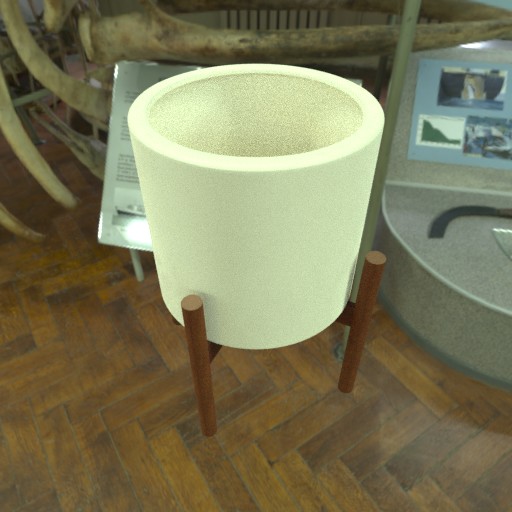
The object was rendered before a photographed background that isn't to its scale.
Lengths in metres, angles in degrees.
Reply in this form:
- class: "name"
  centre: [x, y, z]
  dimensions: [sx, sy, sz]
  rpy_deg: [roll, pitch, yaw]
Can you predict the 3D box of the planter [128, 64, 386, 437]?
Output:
- class: "planter"
  centre: [0.000, 0.000, 0.510]
  dimensions: [0.224, 0.358, 0.224]
  rpy_deg: [-13, 43, -14]
